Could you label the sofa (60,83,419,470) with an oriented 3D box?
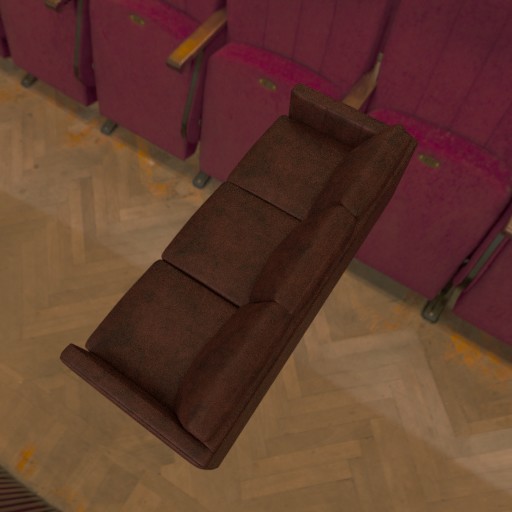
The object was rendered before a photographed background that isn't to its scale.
[{"bbox_3d":[0.000,0.000,2.965,1.045,1.006,2.464,31,68,14],"label":"sofa"}]
